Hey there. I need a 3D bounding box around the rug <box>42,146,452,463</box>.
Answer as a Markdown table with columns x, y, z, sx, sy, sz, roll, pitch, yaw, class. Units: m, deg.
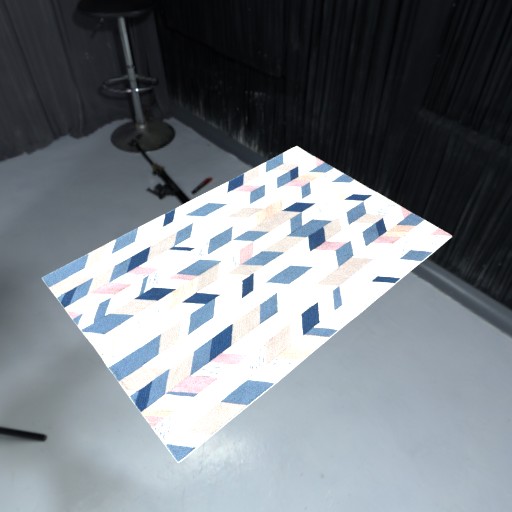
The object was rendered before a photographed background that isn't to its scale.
| x | y | z | sx | sy | sz | roll | pitch | yaw | class |
| --- | --- | --- | --- | --- | --- | --- | --- | --- | --- |
| 0.000 | 0.000 | 2.325 | 1.813 | 0.006 | 1.202 | -32 | 54 | -27 | rug |
